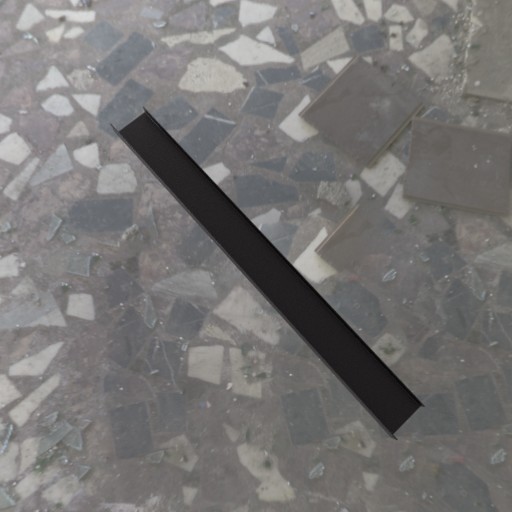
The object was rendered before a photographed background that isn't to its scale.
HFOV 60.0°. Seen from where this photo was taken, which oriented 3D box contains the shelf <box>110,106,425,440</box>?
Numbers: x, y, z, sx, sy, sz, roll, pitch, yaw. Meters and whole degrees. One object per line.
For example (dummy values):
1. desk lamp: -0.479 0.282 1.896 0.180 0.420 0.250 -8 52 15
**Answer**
1. shelf: 0.000 0.000 0.976 0.092 0.049 0.924 -41 79 -10
